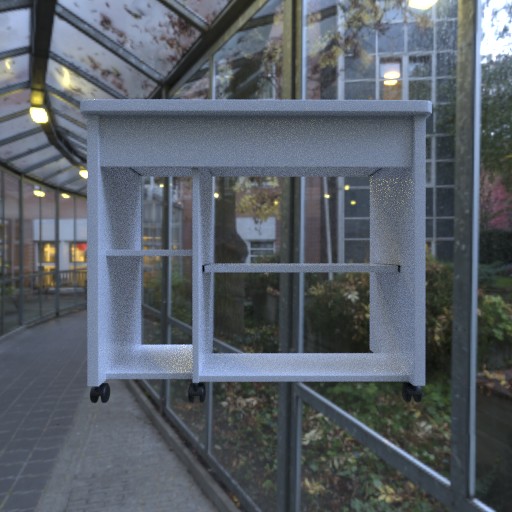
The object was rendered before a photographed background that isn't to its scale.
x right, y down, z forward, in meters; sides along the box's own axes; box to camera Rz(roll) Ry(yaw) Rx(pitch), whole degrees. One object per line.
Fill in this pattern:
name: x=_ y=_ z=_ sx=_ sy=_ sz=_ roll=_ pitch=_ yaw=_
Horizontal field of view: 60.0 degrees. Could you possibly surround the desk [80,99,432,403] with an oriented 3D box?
desk: x=0.000 y=0.000 z=1.316 sx=0.877 sy=0.763 sz=0.475 roll=0 pitch=0 yaw=0
